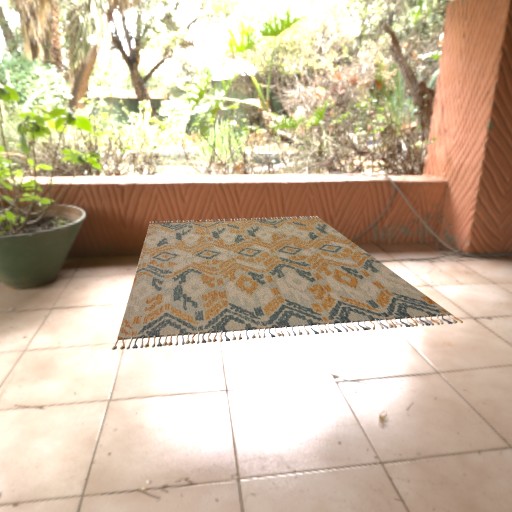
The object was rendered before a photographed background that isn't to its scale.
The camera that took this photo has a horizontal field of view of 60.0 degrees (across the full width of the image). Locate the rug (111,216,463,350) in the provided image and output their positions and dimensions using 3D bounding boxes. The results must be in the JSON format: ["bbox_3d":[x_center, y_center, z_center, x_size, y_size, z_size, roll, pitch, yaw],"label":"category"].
[{"bbox_3d":[0.000,0.000,2.361,1.230,0.008,1.827,-3,18,-9],"label":"rug"}]
